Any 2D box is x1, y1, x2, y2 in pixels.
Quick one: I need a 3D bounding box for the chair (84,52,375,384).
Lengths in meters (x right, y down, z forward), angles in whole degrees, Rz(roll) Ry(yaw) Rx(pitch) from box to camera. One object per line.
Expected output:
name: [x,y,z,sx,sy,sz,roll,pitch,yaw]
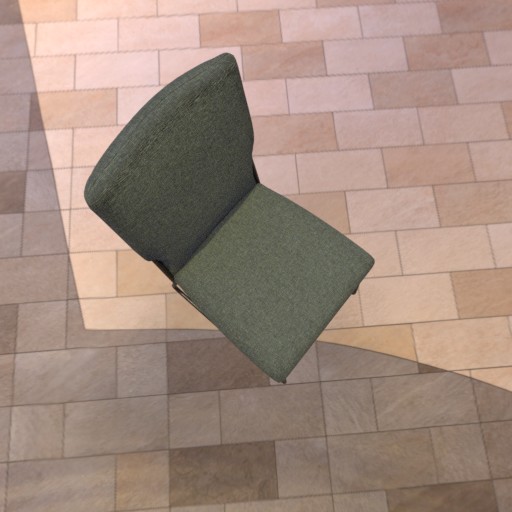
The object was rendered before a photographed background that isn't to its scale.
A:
chair: [0.000,0.000,1.304,0.635,0.931,0.480,39,78,10]
